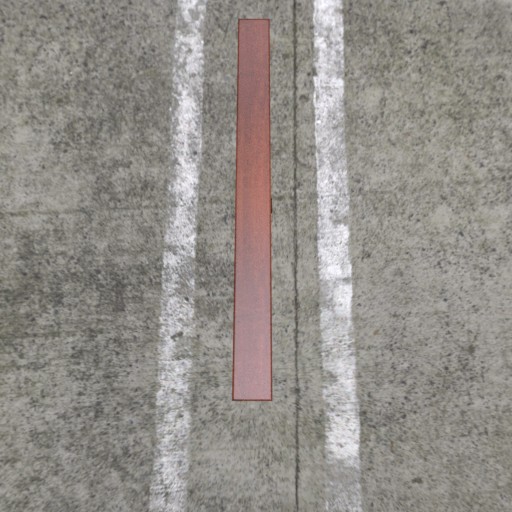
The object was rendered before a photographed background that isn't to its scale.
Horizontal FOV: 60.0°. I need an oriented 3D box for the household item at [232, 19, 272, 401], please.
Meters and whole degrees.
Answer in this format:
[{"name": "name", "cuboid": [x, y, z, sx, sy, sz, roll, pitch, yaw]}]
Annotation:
[{"name": "household item", "cuboid": [0.000, 0.000, 0.337, 0.020, 0.250, 0.200, 0, 74, 0]}]
